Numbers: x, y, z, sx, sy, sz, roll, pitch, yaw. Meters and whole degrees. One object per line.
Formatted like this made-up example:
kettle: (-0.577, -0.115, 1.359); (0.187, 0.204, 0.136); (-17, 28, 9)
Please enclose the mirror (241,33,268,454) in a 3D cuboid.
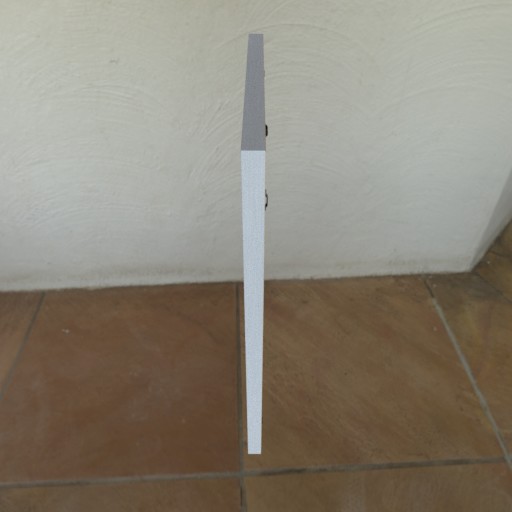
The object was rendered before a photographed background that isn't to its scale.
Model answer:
mirror: (0.000, 0.000, 1.154); (0.040, 0.915, 0.609); (0, 41, 0)
